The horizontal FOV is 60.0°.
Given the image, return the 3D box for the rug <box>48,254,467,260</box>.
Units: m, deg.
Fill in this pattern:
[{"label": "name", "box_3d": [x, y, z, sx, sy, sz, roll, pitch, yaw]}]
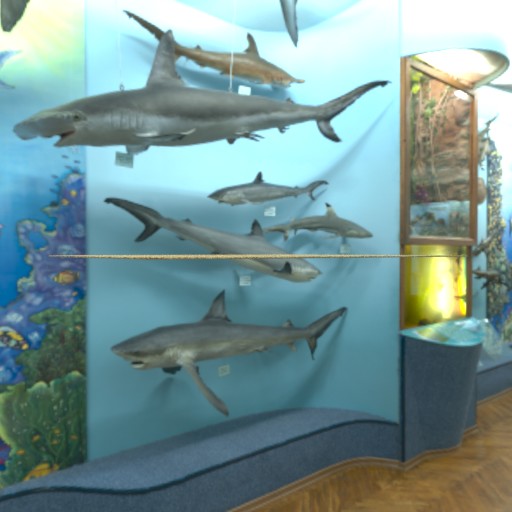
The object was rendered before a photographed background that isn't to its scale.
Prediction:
[{"label": "rug", "box_3d": [0.000, 0.000, 4.250, 3.200, 0.012, 2.438, 0, 1, -36]}]
